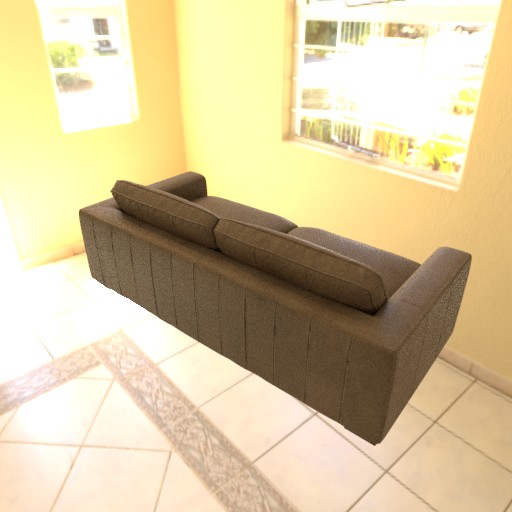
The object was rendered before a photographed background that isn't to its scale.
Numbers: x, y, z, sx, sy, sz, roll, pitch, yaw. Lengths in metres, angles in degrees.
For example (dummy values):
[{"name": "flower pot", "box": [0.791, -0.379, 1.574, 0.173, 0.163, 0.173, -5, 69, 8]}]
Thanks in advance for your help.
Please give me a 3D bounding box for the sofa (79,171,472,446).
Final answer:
[{"name": "sofa", "box": [0.000, 0.000, 2.780, 2.262, 0.801, 1.070, 22, 36, 33]}]
